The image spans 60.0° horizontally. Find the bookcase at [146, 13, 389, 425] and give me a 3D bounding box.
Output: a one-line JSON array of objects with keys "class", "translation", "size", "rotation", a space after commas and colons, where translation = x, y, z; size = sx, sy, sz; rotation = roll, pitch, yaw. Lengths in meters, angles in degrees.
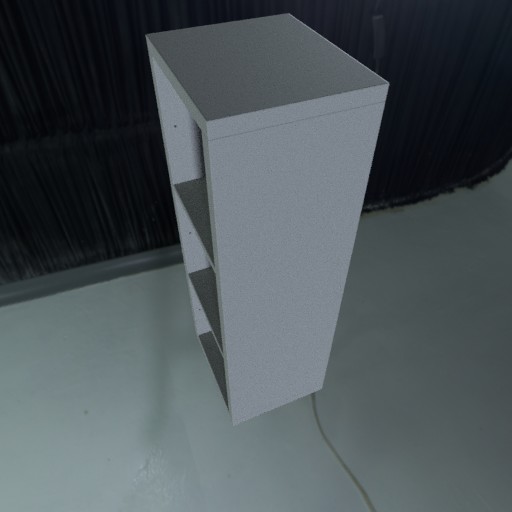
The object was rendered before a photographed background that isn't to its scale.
[{"class": "bookcase", "translation": [0.000, 0.000, 1.224], "size": [0.330, 1.080, 0.390], "rotation": [-17, 48, -16]}]
